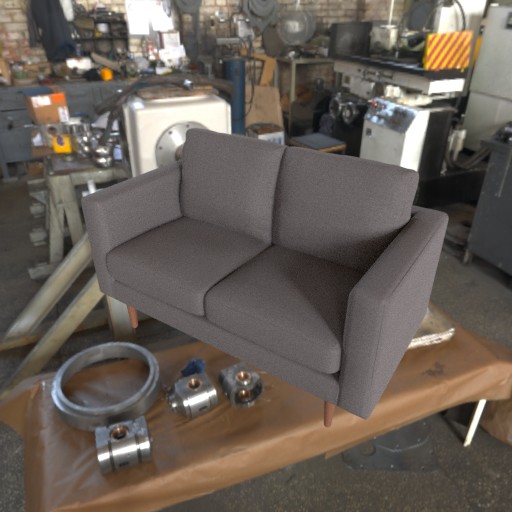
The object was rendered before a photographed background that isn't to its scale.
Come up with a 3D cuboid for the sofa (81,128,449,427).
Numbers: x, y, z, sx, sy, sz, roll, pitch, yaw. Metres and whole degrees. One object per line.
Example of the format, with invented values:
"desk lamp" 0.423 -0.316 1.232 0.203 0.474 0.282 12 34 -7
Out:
"sofa" 0.000 0.000 2.025 1.430 0.908 0.796 19 35 29
